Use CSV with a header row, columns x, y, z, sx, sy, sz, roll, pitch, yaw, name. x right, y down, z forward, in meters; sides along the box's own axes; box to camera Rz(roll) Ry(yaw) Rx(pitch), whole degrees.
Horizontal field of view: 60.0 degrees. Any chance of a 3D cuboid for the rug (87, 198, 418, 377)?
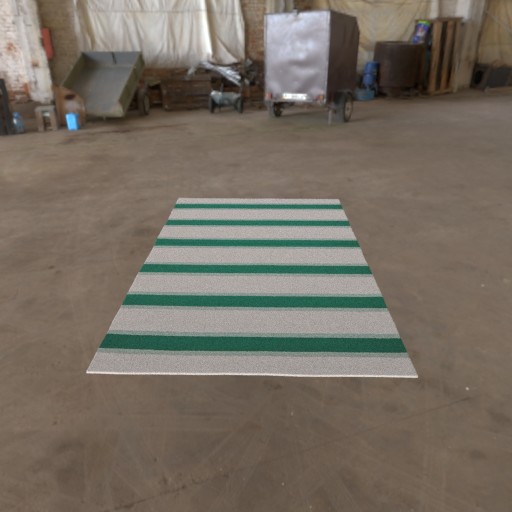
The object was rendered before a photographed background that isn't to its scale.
x,y,z,sx,sy,sz,roll,pitch,yaw,name
0.000,0.000,3.109,1.521,0.015,2.436,0,26,1,rug
